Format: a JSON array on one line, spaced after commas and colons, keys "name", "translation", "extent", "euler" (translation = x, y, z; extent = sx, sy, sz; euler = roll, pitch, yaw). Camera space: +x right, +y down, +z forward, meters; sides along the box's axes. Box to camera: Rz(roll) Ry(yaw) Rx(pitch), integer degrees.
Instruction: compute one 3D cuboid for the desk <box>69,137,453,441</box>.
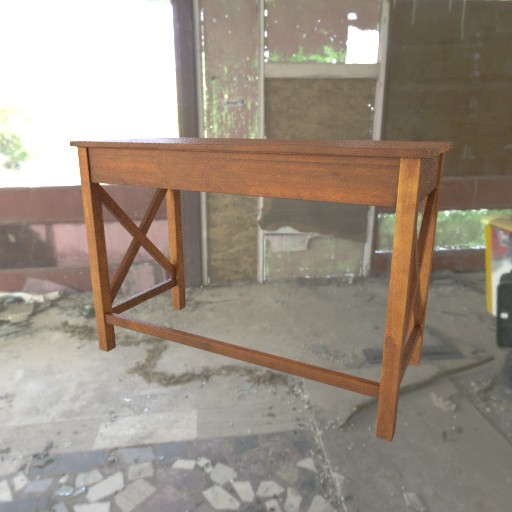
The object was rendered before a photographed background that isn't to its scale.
[{"name": "desk", "translation": [0.000, 0.000, 1.520], "extent": [1.117, 0.762, 0.508], "euler": [9, 19, 27]}]
